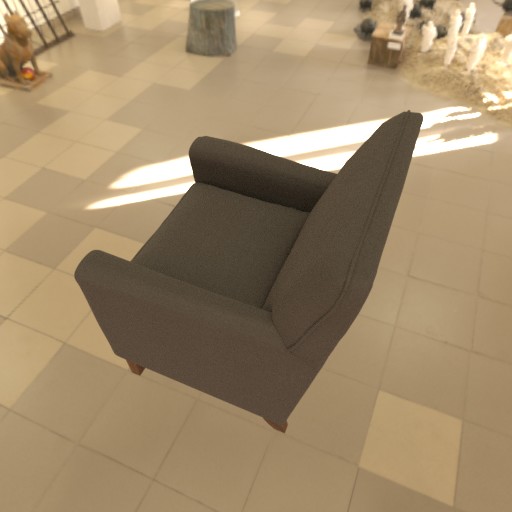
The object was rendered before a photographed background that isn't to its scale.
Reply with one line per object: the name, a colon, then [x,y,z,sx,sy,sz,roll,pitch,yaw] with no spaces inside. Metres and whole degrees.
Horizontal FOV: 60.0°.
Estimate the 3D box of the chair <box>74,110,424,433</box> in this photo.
chair: [0.000,0.000,1.572,0.831,0.911,0.836,17,49,15]
